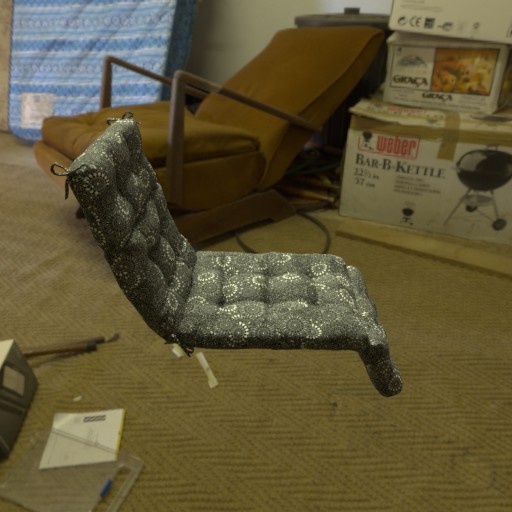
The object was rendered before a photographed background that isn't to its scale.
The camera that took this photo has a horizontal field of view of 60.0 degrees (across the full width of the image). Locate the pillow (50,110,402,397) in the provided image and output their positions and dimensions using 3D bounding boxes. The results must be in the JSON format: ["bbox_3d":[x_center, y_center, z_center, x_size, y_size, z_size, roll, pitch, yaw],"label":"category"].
[{"bbox_3d":[0.000,0.000,1.513,1.016,0.863,0.526,0,32,0],"label":"pillow"}]
